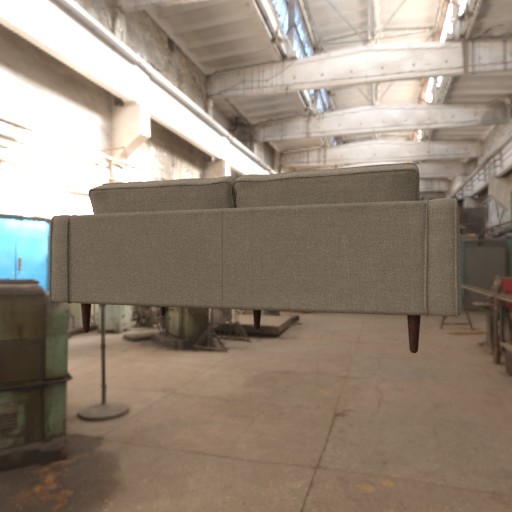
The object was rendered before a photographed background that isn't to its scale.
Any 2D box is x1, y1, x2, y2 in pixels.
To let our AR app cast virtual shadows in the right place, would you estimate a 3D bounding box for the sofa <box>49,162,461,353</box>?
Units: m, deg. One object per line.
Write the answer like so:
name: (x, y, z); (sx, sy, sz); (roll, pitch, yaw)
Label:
sofa: (0.000, 0.000, 2.309); (1.879, 0.762, 0.914); (0, -1, 19)
